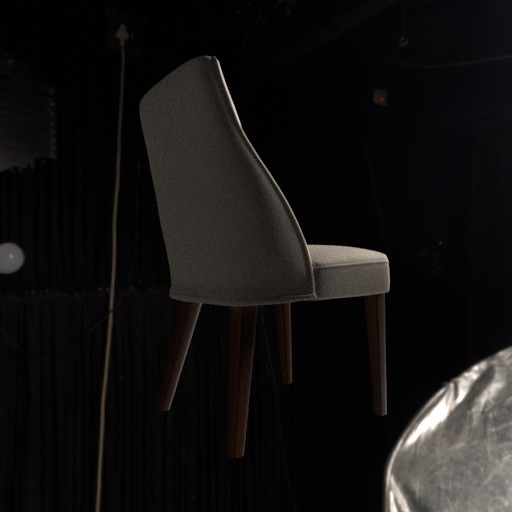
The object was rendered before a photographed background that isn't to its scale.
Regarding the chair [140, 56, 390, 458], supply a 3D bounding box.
[{"bbox_3d":[0.000,0.000,1.306,0.620,0.930,0.500,1,-1,-36],"label":"chair"}]
